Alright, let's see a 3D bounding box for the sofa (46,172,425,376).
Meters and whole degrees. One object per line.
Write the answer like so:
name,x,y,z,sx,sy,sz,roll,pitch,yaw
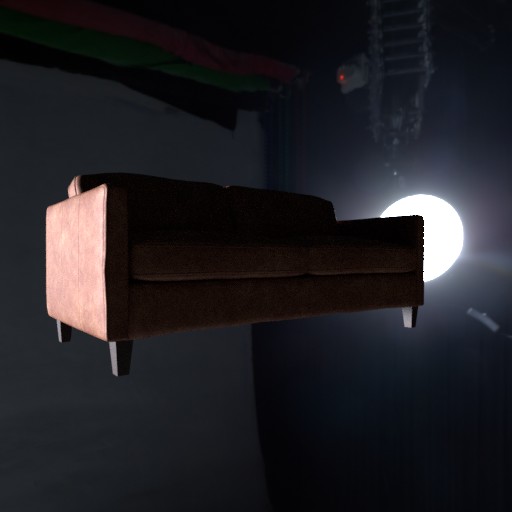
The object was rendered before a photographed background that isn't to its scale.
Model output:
sofa,0.000,0.000,2.449,1.971,0.863,0.923,0,0,-37
